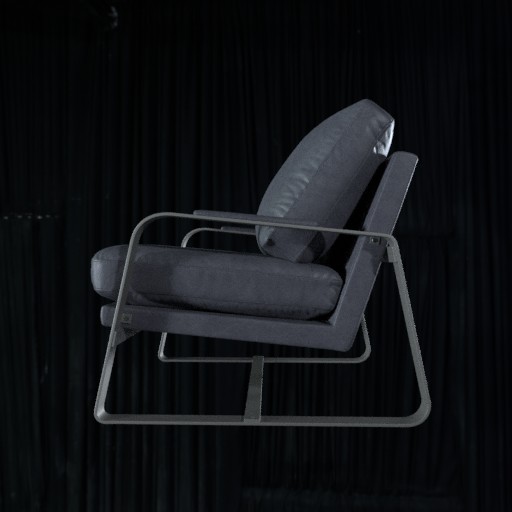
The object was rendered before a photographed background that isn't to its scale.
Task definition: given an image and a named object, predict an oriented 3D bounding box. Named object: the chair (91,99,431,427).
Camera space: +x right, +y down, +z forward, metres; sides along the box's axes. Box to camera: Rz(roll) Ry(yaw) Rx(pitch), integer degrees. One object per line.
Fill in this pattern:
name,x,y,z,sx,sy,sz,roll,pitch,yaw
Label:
chair,0.000,0.000,1.442,0.878,0.839,0.692,0,0,2
